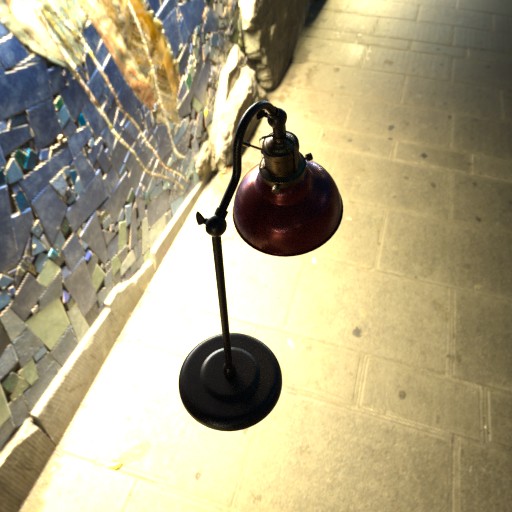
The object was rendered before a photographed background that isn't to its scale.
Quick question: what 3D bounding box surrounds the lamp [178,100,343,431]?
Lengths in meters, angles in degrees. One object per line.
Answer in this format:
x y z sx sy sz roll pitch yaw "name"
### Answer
0.000 0.000 0.688 0.192 0.508 0.374 24 52 21 "lamp"
